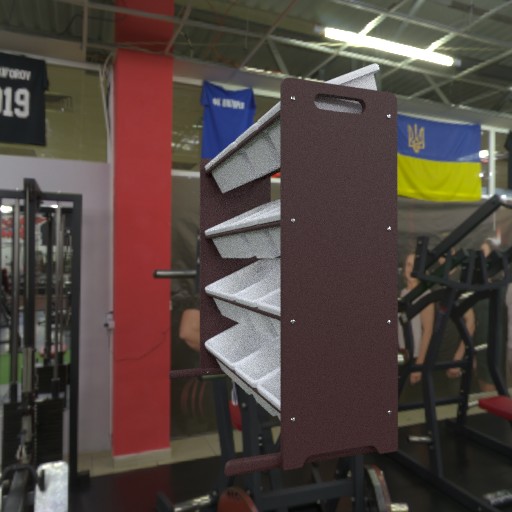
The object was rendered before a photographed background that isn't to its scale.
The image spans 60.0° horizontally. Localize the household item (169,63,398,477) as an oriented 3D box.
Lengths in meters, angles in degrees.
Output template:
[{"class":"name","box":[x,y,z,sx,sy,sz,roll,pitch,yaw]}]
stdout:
[{"class":"household item","box":[0.000,0.000,1.284,0.389,0.864,0.787,0,0,-19]}]
